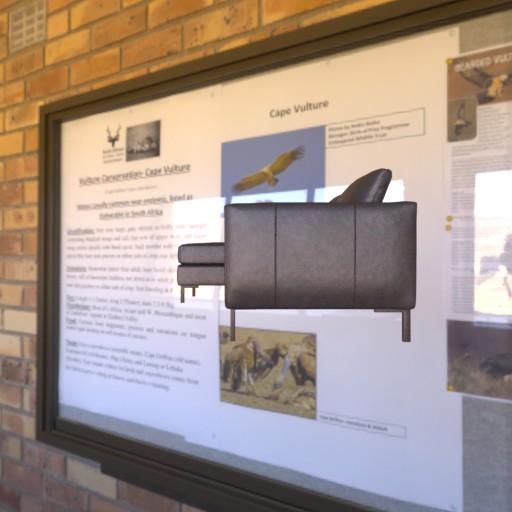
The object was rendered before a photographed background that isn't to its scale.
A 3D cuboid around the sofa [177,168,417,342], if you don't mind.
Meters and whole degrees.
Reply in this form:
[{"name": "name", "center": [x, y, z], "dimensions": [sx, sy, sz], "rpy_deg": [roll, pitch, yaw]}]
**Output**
[{"name": "sofa", "center": [0.000, 0.000, 3.518], "dimensions": [1.471, 0.859, 2.993], "rpy_deg": [0, -1, -1]}]
